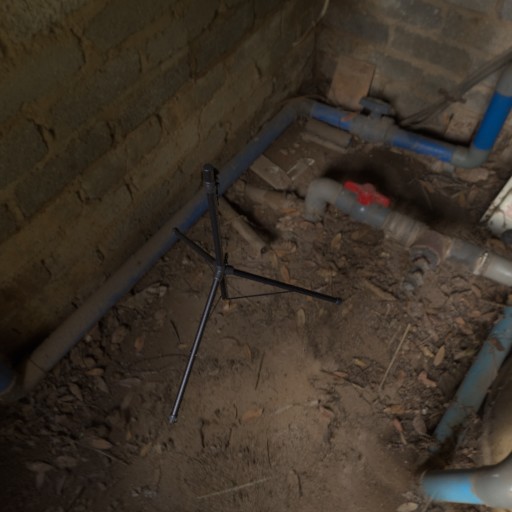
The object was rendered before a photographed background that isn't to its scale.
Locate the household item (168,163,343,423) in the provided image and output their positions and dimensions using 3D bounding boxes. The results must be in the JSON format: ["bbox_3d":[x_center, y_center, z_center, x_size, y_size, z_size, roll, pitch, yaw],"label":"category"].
[{"bbox_3d":[0.000,0.000,2.743,1.339,1.595,1.596,-3,58,-2],"label":"household item"}]
